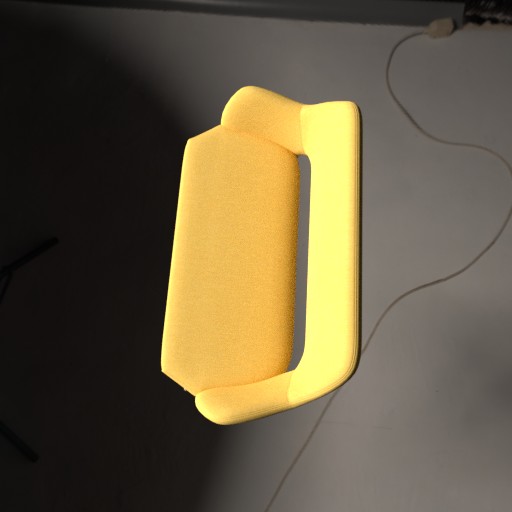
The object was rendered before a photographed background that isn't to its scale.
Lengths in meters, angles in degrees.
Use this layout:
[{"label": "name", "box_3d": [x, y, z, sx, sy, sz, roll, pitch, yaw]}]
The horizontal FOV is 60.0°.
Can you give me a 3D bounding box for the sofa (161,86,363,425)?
[{"label": "sofa", "box_3d": [0.000, 0.000, 1.658, 0.610, 0.840, 1.150, 4, 76, 1]}]
